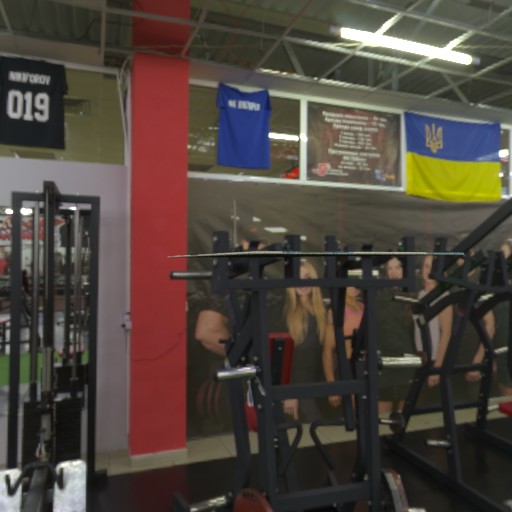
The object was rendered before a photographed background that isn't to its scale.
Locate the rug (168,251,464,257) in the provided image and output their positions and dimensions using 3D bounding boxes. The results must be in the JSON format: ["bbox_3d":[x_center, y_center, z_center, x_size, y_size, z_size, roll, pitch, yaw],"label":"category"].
[{"bbox_3d":[0.000,0.000,2.597,0.774,0.008,2.437,0,0,-17],"label":"rug"}]
